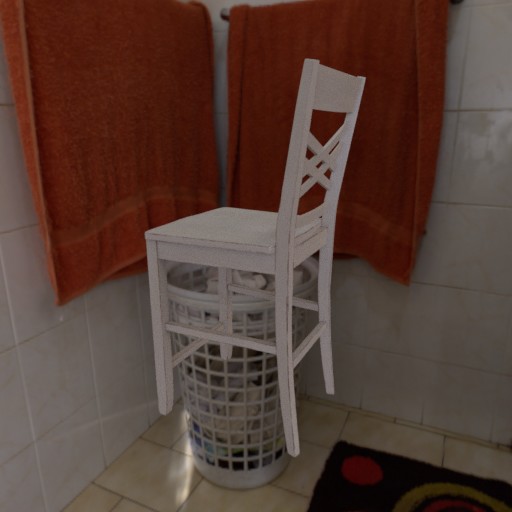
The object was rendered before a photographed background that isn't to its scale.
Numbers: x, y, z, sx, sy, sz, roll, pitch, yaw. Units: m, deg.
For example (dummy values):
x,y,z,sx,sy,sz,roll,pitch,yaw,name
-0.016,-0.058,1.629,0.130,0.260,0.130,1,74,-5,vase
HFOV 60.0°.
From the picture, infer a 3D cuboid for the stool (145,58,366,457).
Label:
x,y,z,sx,sy,sz,roll,pitch,yaw,name
0.000,0.000,1.409,0.539,1.079,0.462,8,19,26,stool
